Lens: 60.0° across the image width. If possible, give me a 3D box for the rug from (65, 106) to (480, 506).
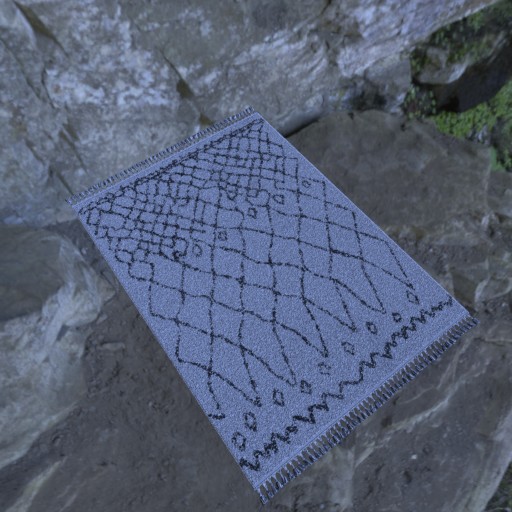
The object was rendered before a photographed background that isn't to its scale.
[{"bbox_3d":[0.000,0.000,2.864,1.613,0.017,2.312,-32,64,-18],"label":"rug"}]
